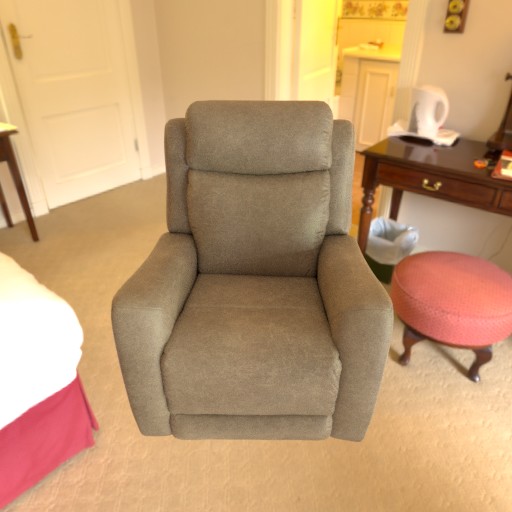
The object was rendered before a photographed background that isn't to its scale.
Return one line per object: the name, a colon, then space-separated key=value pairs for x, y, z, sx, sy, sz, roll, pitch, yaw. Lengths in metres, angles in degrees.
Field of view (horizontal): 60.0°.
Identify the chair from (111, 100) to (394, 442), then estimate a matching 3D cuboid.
chair: x=0.000 y=0.000 z=1.901 sx=0.965 sy=1.116 sz=1.068 roll=1 pitch=31 yaw=2
